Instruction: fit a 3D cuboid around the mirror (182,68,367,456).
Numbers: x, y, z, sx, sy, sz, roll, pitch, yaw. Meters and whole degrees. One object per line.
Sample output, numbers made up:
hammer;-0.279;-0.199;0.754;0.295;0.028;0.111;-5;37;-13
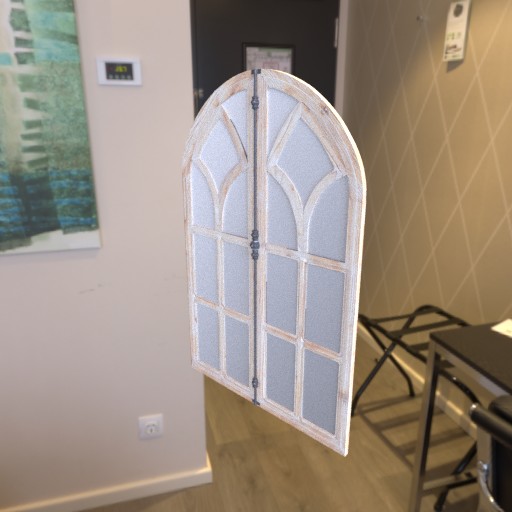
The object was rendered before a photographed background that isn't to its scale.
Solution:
mirror;0.000;0.000;1.170;0.609;0.915;0.032;16;23;41
